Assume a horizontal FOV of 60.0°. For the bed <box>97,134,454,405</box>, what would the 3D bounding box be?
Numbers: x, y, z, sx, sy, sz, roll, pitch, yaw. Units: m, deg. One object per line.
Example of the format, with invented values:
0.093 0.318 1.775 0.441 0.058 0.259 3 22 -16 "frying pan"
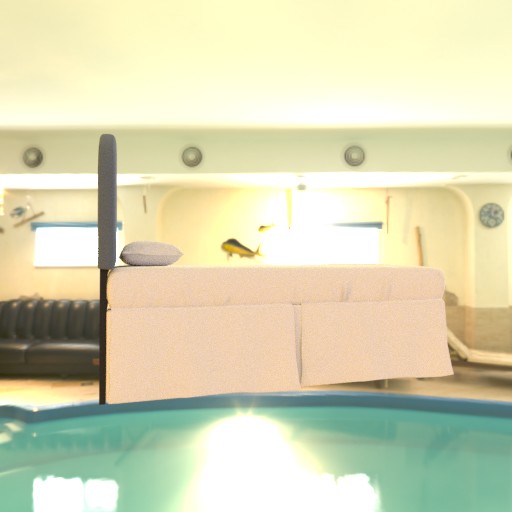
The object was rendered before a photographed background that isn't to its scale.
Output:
0.000 0.000 3.045 2.005 1.410 1.607 0 -1 -18 "bed"
